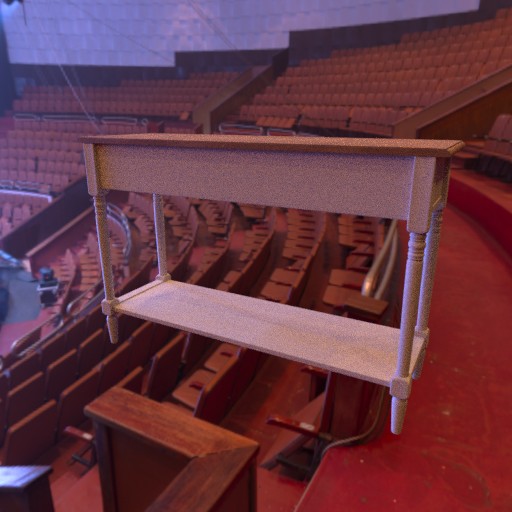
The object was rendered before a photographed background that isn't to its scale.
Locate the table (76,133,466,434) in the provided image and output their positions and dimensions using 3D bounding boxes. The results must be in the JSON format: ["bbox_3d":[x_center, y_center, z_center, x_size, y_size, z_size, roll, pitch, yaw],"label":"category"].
[{"bbox_3d":[0.000,0.000,1.560,1.219,0.800,0.399,9,20,27],"label":"table"}]
